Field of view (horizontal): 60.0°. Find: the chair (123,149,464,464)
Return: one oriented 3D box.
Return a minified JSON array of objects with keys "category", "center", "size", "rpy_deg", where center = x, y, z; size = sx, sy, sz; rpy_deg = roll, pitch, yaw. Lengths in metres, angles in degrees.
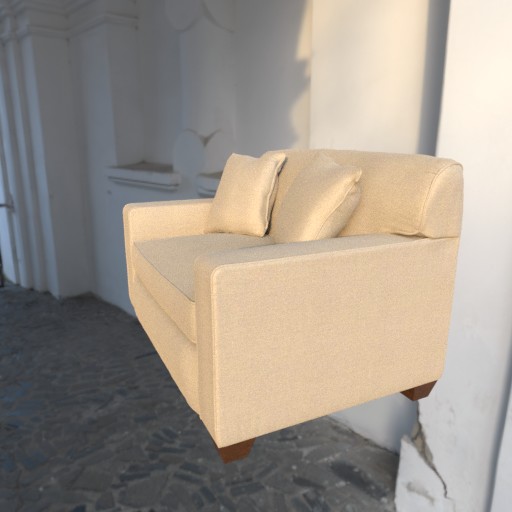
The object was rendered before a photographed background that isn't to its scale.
[{"category":"chair","center":[0.000,0.000,2.013],"size":[1.000,0.948,1.383],"rpy_deg":[-7,16,-25]}]
